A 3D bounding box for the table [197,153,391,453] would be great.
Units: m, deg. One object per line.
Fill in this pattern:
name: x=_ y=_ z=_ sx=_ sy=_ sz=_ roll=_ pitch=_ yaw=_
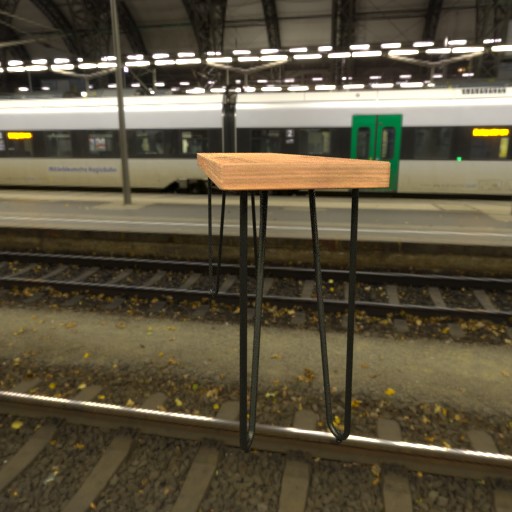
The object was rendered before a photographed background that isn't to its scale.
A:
table: x=0.000 y=0.000 z=1.892 sx=0.425 sy=0.834 sz=1.570 roll=-2 pitch=14 yaw=-9
